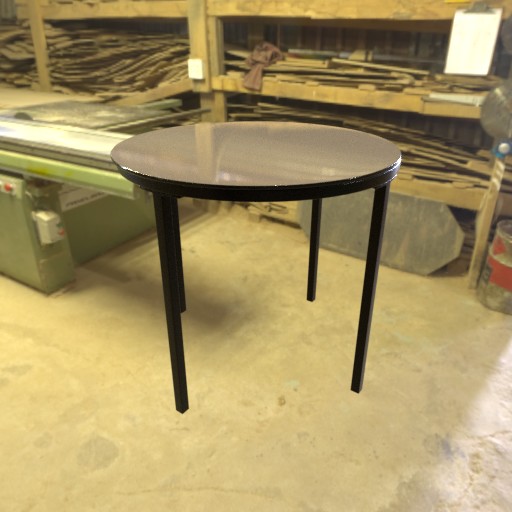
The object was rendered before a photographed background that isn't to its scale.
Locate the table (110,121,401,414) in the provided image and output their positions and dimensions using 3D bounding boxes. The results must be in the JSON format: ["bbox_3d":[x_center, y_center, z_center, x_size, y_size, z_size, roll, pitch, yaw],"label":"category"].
[{"bbox_3d":[0.000,0.000,0.889,0.499,0.443,0.499,0,26,0],"label":"table"}]
